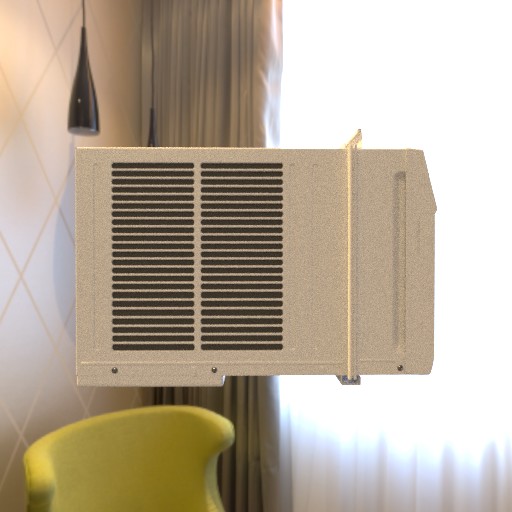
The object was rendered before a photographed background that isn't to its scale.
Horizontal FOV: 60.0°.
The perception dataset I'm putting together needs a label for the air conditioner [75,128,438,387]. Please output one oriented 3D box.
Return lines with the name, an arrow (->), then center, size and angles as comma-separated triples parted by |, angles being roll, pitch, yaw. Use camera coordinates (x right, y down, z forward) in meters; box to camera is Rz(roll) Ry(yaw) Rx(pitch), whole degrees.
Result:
air conditioner -> 0.000, 0.000, 0.902 | 0.546, 0.388, 0.503 | 0, 1, -1
